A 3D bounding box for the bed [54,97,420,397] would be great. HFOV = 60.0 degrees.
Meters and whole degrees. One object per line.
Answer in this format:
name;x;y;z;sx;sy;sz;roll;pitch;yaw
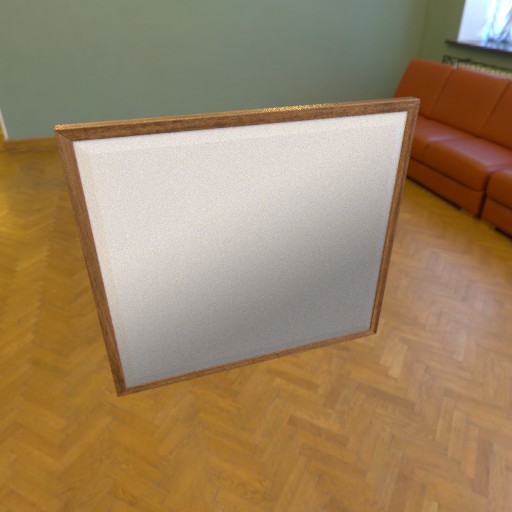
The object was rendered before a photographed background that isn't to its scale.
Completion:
bed;0.000;0.000;1.471;1.041;0.940;0.043;-10;33;-16
